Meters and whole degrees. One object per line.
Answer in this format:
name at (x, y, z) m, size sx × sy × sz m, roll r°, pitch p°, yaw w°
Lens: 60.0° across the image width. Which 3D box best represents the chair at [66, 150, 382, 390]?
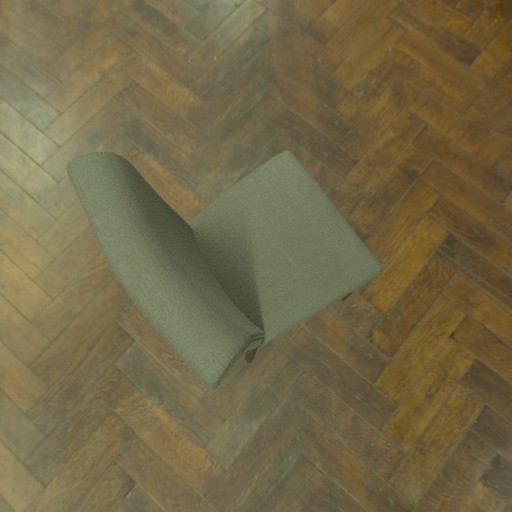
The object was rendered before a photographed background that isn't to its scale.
chair at (0.000, 0.000, 1.299) m, size 0.608 × 0.988 × 0.513 m, roll -34°, pitch 77°, yaw -9°
